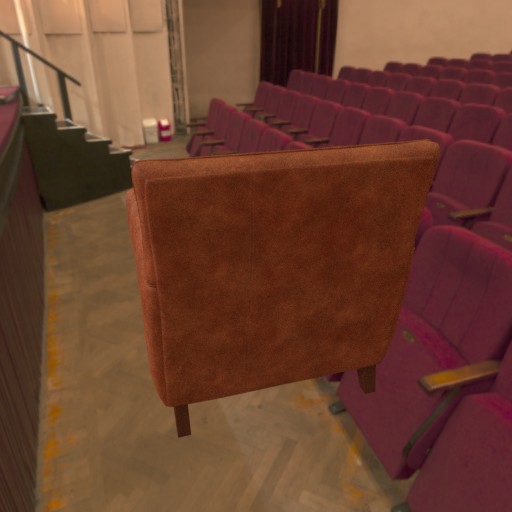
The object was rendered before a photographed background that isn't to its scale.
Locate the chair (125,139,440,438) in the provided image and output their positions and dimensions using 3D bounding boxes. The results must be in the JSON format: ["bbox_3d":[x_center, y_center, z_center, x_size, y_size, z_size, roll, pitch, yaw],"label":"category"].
[{"bbox_3d":[0.000,0.000,1.630,0.870,0.943,0.823,-8,28,-15],"label":"chair"}]
